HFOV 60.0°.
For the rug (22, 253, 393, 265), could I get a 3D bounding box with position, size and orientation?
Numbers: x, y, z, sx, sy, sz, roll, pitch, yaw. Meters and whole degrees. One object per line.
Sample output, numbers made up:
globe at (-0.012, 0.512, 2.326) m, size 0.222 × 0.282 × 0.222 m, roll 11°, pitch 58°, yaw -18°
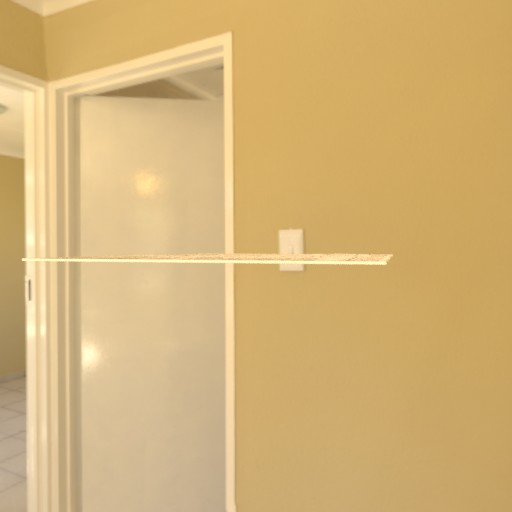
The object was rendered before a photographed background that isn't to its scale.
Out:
rug at (0.000, 0.000, 3.935) m, size 2.311 × 0.032 × 2.921 m, roll 0°, pitch 1°, yaw 18°
